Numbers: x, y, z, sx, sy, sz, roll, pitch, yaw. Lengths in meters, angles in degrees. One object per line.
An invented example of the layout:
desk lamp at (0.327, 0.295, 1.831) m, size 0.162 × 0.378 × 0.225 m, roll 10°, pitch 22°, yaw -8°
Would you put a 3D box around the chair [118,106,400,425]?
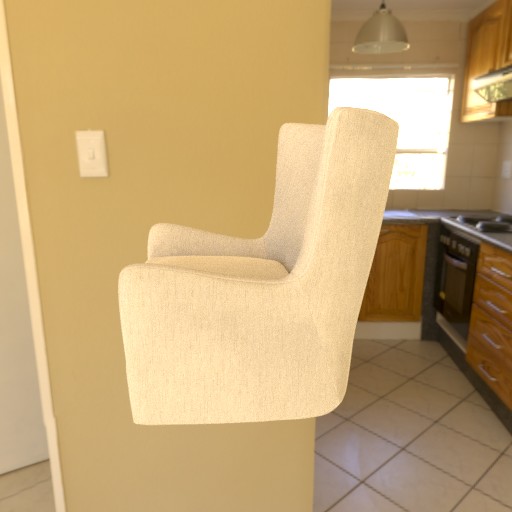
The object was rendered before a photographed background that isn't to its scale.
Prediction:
chair at (0.000, 0.000, 1.652) m, size 0.904 × 1.000 × 0.779 m, roll -1°, pitch 13°, yaw -6°
